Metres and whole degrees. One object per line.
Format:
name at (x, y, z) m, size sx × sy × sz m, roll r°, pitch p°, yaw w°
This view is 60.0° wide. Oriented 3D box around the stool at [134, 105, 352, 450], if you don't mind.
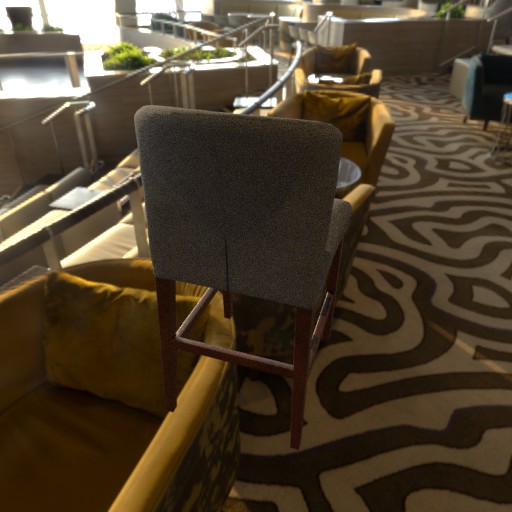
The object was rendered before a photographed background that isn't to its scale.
stool at (0.000, 0.000, 1.319) m, size 0.479 × 0.968 × 0.568 m, roll 10°, pitch 34°, yaw 16°
